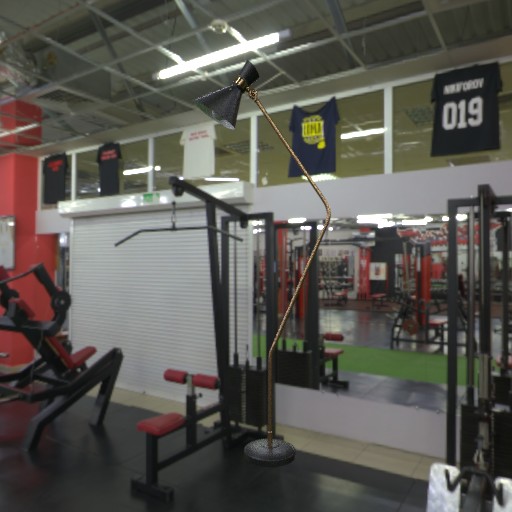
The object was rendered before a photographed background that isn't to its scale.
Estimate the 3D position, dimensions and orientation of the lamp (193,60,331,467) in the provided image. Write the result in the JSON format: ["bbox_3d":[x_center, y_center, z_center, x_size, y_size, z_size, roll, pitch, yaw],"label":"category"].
[{"bbox_3d":[0.000,0.000,1.592,0.467,1.438,0.277,-1,-1,35],"label":"lamp"}]
